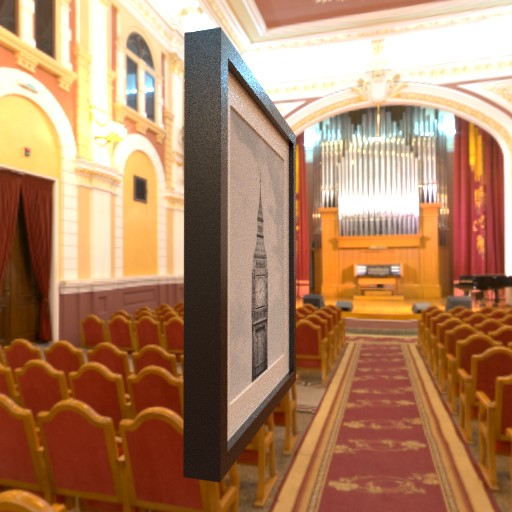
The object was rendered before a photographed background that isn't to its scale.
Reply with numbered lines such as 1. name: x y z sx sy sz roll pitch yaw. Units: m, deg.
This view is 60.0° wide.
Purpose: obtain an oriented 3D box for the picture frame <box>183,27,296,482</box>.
1. picture frame: 0.000 0.000 0.530 0.034 0.378 0.328 0 -1 16
